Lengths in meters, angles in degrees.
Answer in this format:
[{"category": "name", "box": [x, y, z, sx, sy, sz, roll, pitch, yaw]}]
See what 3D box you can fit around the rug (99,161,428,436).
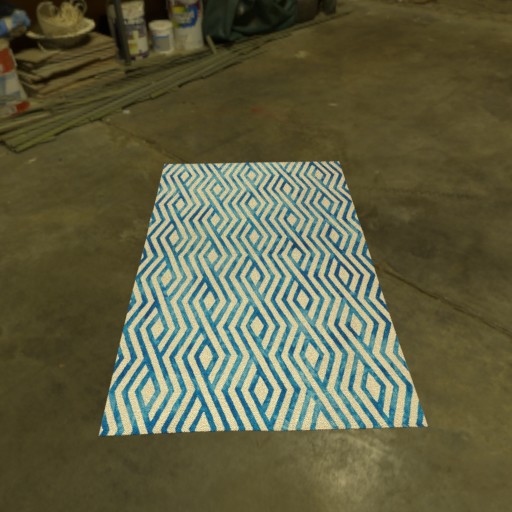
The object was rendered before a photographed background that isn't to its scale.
[{"category": "rug", "box": [0.000, 0.000, 2.960, 1.531, 0.008, 2.439, -1, 42, -1]}]
